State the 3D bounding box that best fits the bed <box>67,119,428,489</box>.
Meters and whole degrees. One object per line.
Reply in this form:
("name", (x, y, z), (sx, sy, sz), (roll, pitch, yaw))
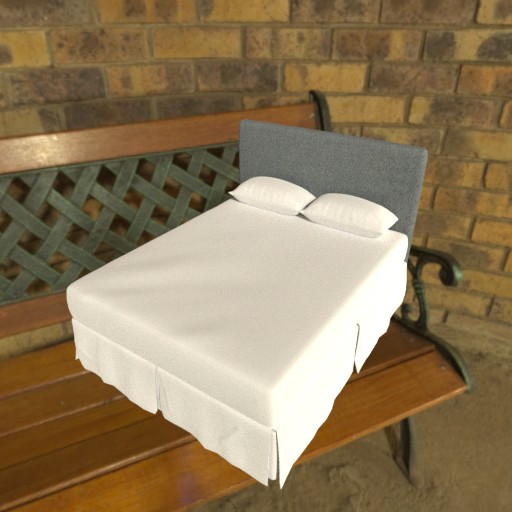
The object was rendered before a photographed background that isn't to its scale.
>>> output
("bed", (0.000, 0.000, 3.144), (1.723, 1.330, 2.142), (19, 35, 29))
